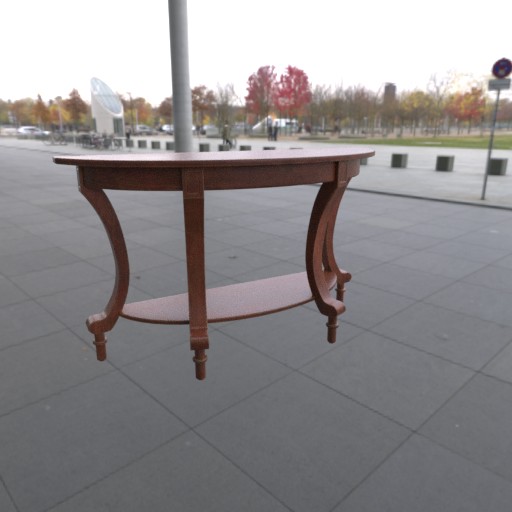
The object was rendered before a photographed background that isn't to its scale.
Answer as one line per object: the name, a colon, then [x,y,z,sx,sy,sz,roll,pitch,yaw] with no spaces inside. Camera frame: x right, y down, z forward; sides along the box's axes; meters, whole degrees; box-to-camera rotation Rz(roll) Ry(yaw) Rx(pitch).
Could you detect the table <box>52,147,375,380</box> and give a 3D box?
table: [0.000,0.000,1.556,1.198,0.699,0.394,-9,19,-27]
